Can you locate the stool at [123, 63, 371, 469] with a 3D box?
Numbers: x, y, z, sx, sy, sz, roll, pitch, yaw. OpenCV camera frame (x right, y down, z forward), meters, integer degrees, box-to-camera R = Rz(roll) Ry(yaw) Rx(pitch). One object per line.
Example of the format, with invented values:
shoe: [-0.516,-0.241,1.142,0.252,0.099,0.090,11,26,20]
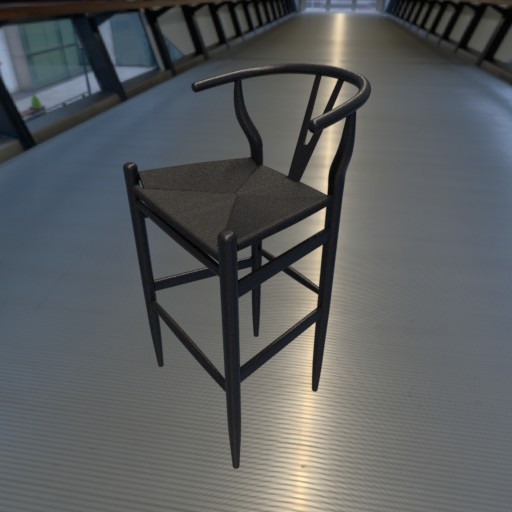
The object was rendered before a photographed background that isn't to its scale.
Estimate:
stool: [0.000,0.000,1.408,0.579,1.072,0.569,-21,37,-30]
